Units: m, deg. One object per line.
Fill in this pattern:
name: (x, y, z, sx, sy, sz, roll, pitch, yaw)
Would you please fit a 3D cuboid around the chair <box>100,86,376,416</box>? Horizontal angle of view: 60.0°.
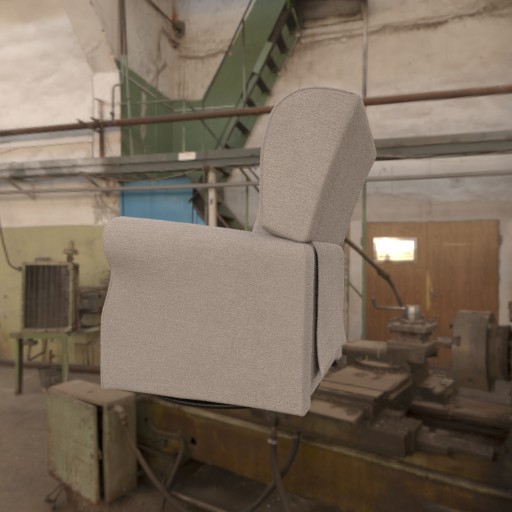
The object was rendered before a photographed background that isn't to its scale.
chair: (0.000, 0.000, 1.694, 0.854, 0.966, 0.906, 0, 0, 18)
